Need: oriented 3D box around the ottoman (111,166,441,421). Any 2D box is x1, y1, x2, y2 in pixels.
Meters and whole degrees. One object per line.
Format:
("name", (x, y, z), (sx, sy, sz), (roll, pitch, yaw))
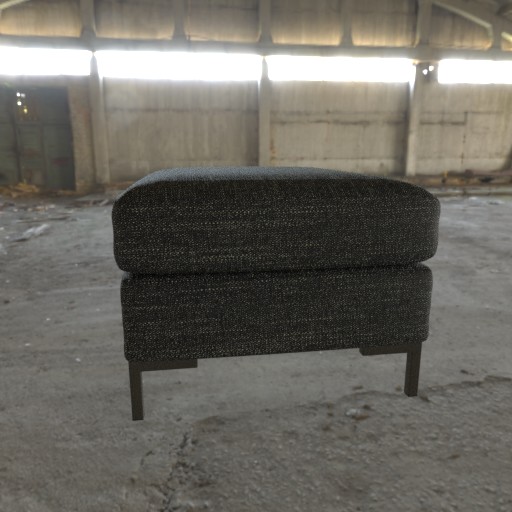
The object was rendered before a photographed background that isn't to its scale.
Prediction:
("ottoman", (0.000, 0.000, 1.259), (0.667, 0.491, 0.814), (-2, 13, -8))
